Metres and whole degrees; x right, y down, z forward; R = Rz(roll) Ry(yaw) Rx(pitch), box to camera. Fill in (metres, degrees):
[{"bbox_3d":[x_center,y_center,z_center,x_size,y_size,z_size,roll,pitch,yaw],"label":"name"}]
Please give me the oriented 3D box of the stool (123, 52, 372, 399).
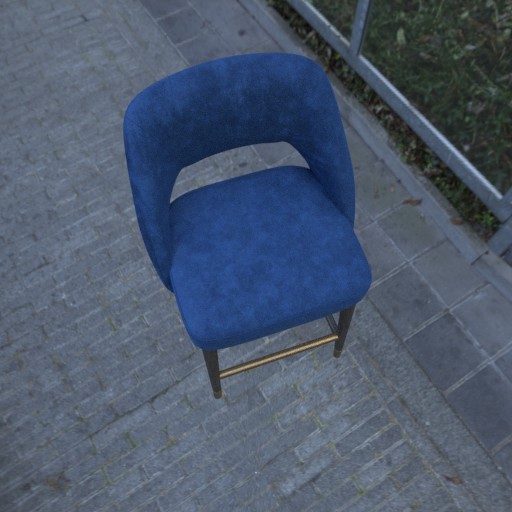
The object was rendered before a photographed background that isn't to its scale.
[{"bbox_3d":[0.000,0.000,1.238,0.536,0.925,0.524,-17,65,-8],"label":"stool"}]
